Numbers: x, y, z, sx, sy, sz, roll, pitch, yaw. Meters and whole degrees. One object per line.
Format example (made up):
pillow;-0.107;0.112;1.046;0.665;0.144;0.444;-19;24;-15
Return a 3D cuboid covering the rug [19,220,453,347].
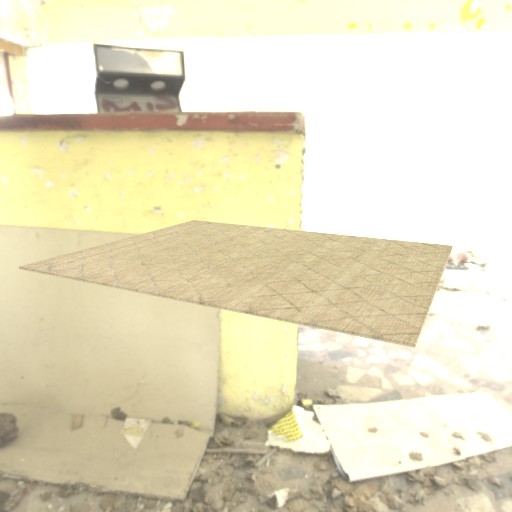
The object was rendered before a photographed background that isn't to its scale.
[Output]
rug;0.000;0.000;3.917;3.038;0.019;2.420;7;16;26
